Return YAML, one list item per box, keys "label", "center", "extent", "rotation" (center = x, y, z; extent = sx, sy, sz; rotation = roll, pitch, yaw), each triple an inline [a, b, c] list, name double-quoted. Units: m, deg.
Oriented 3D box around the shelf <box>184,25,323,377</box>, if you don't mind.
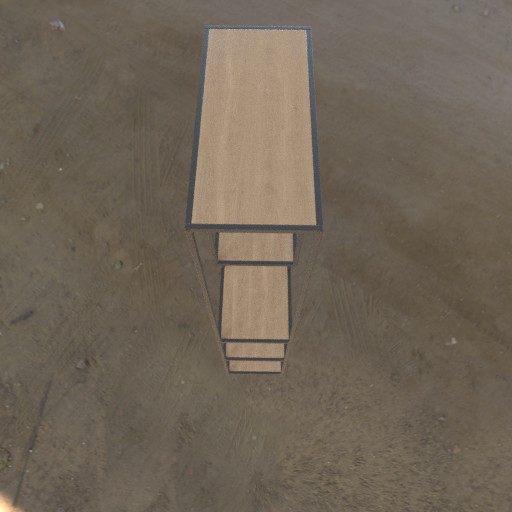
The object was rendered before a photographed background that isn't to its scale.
- label: "shelf"
  center: [0.000, 0.000, 2.113]
  extent: [0.350, 1.850, 0.770]
  rotation: [1, 64, 0]
